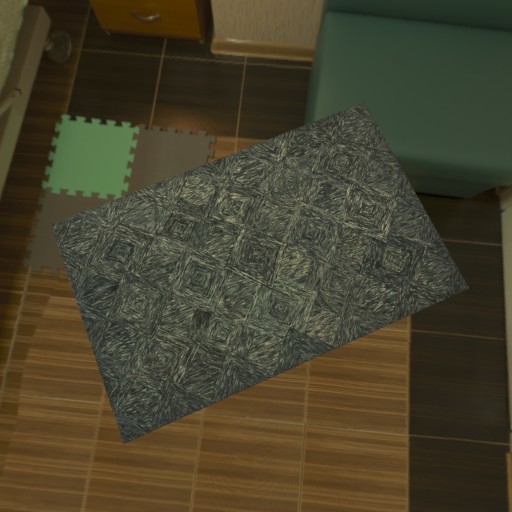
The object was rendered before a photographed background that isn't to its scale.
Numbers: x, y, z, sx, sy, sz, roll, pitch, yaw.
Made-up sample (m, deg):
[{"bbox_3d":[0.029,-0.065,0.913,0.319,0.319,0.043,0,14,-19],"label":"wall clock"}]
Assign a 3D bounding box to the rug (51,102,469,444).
[{"bbox_3d":[0.000,0.000,2.889,2.330,0.017,1.478,-23,76,-6],"label":"rug"}]
